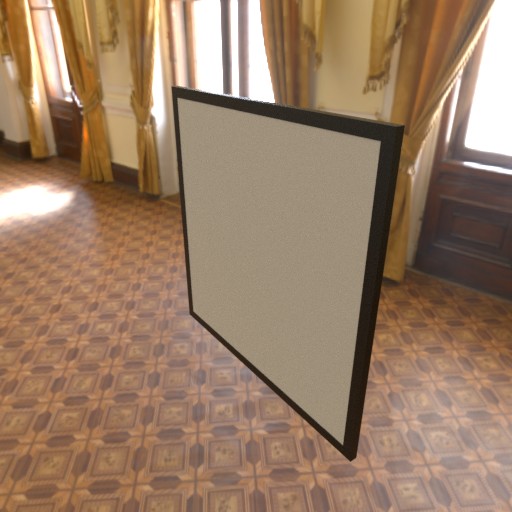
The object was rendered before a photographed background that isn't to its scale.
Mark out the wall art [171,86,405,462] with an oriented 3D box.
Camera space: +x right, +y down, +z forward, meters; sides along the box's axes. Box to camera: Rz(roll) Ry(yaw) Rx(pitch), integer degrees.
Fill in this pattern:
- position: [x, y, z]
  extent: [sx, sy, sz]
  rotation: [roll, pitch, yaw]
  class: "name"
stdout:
- position: [0.000, 0.000, 1.209]
  extent: [0.022, 0.807, 0.807]
  rotation: [-18, 32, -32]
  class: "wall art"
